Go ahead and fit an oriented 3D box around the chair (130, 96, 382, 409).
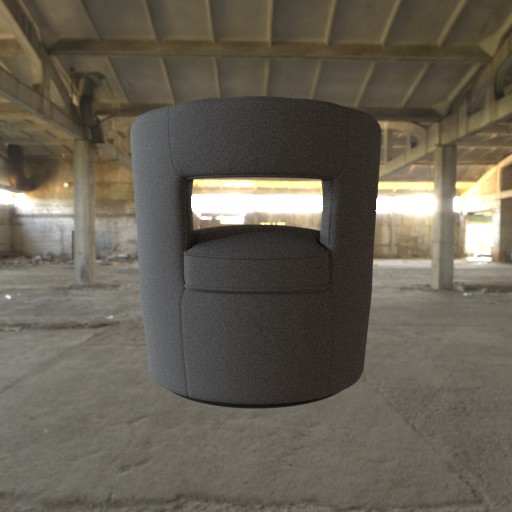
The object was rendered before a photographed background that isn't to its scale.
[{"bbox_3d":[0.000,0.000,1.285,0.689,0.719,0.660,0,2,-1],"label":"chair"}]
